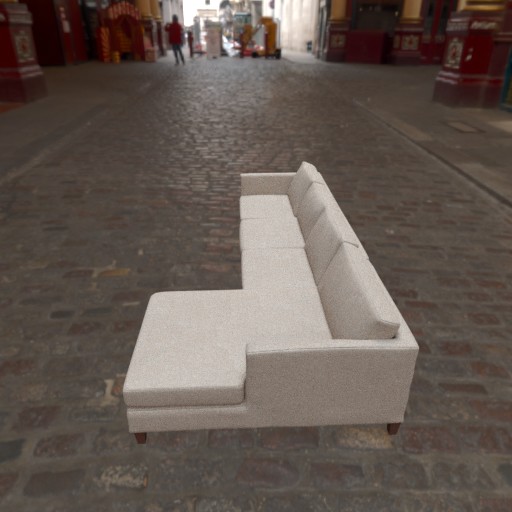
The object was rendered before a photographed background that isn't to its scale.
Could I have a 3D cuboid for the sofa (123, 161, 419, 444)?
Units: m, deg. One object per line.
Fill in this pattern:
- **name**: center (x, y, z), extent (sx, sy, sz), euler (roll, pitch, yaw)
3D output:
- **sofa**: center (0.000, 0.000, 3.836), extent (1.625, 0.846, 3.186), euler (-1, 28, -2)
